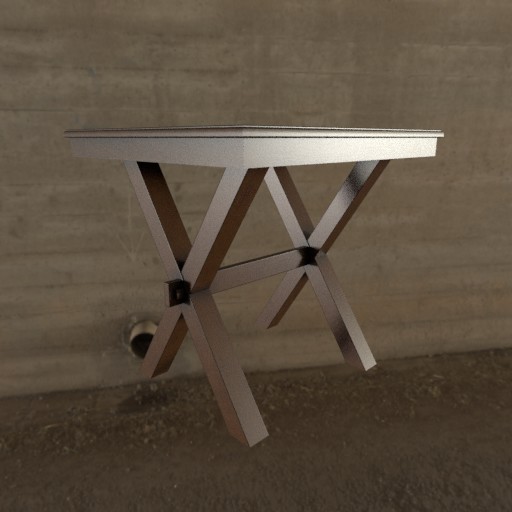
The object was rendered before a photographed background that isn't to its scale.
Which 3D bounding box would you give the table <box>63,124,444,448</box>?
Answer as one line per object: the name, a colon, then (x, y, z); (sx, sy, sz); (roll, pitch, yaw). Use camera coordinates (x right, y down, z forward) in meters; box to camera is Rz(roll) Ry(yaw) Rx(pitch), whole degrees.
table: (0.000, 0.000, 1.027); (0.602, 0.562, 0.560); (-14, 21, -43)
